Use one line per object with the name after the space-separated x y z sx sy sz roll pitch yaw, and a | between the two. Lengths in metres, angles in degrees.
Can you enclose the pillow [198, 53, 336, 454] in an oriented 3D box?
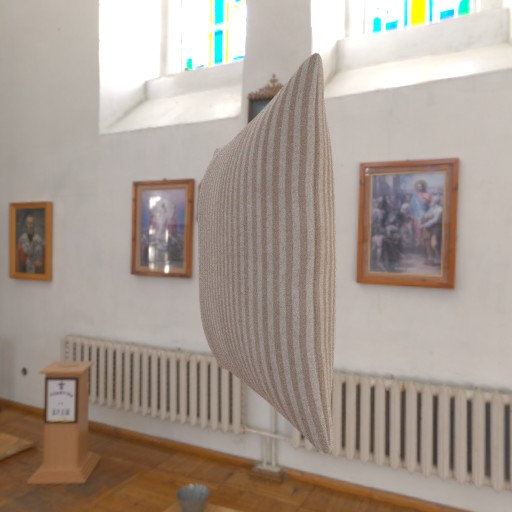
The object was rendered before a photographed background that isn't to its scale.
0.000 0.000 0.796 0.166 0.510 0.523 0 -1 -19 | pillow
